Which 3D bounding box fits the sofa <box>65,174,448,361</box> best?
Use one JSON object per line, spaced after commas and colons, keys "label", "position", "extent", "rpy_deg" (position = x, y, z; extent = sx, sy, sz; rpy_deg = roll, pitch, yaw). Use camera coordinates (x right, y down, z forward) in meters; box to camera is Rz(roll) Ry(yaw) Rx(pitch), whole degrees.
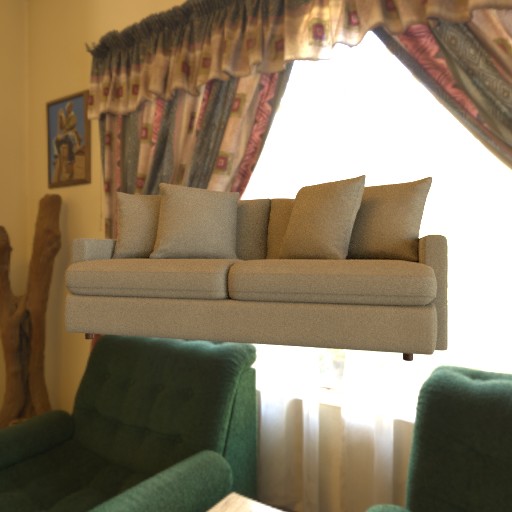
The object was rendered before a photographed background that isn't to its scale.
{"label": "sofa", "position": [0.000, 0.000, 3.092], "extent": [2.380, 1.084, 1.228], "rpy_deg": [0, 0, 17]}
